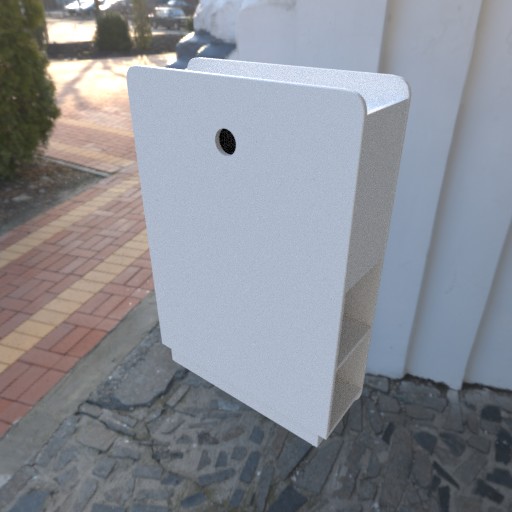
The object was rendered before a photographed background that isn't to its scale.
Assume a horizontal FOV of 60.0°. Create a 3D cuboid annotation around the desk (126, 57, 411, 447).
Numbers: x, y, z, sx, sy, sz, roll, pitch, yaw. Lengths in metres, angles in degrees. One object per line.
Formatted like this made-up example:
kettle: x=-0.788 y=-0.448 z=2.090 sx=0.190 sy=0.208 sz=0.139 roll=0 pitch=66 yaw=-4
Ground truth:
desk: x=0.000 y=0.000 z=1.524 sx=0.795 sy=1.190 sz=0.278 roll=21 pitch=36 yaw=32
